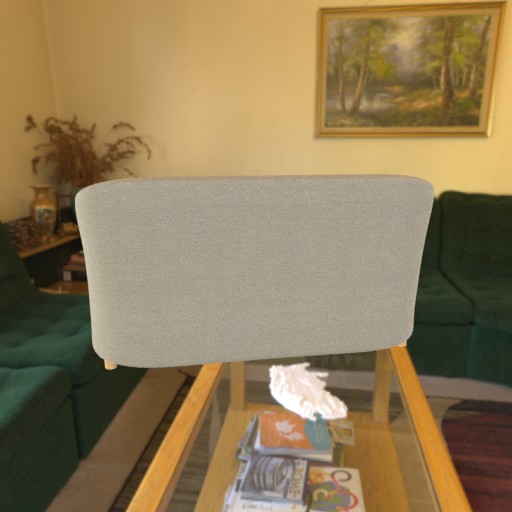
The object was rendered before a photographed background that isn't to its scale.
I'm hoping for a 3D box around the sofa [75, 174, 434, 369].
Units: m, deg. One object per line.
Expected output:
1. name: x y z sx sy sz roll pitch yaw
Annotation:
1. sofa: 0.000 0.000 1.879 1.452 0.721 0.705 -2 15 -9
